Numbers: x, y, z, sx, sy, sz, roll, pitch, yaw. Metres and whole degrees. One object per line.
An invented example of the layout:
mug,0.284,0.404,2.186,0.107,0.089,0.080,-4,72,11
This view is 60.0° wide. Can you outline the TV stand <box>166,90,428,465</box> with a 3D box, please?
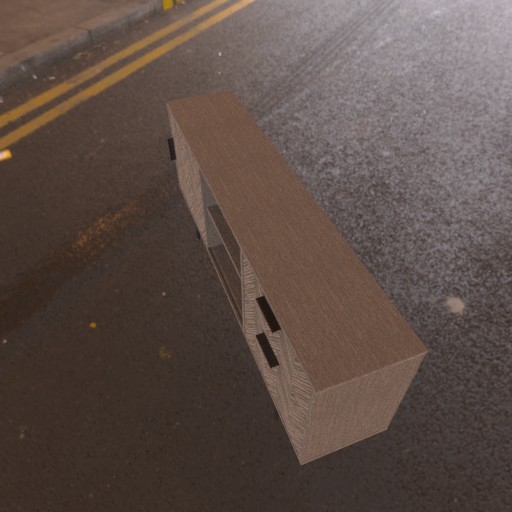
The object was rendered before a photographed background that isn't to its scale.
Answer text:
TV stand,0.000,0.000,2.138,0.405,0.787,1.804,-16,48,-14
